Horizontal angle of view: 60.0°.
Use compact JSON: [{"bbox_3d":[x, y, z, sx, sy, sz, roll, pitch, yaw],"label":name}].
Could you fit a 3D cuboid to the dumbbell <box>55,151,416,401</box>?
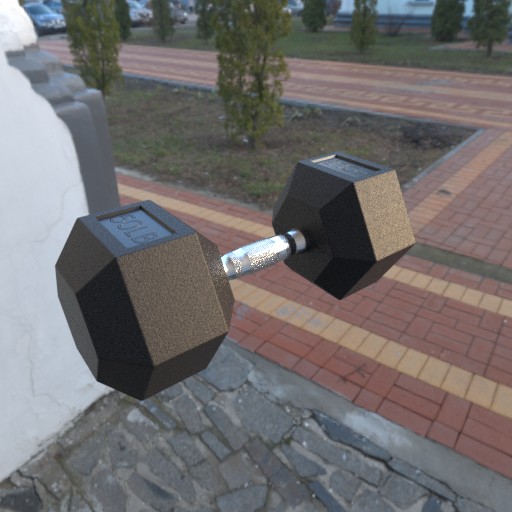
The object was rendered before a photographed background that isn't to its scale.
[{"bbox_3d":[0.000,0.000,0.477,0.384,0.150,0.173,-21,36,-32],"label":"dumbbell"}]
